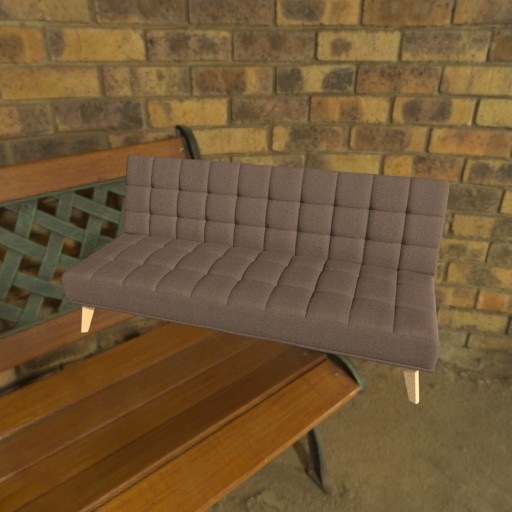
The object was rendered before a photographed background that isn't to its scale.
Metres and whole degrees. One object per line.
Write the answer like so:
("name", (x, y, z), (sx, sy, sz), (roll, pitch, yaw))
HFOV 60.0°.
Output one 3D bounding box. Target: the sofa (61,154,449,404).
("sofa", (0.000, 0.000, 2.304), (1.800, 0.810, 0.860), (8, 27, 16))
